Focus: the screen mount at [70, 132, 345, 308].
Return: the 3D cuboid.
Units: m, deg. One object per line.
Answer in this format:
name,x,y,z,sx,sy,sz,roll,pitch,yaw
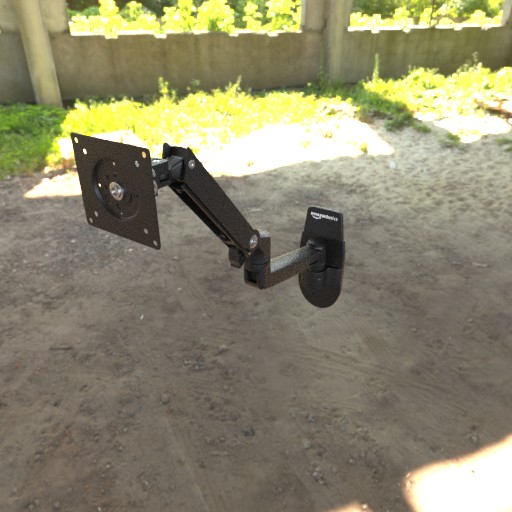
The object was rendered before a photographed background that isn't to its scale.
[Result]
screen mount,0.000,0.000,0.707,0.115,0.466,0.495,18,33,30
